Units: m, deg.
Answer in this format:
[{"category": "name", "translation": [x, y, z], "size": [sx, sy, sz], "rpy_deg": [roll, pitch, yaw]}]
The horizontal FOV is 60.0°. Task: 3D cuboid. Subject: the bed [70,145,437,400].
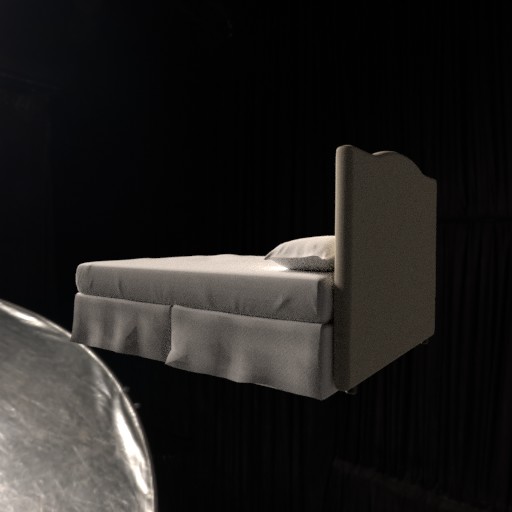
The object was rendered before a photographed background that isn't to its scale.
[{"category": "bed", "translation": [0.000, 0.000, 3.732], "size": [2.477, 1.437, 1.977], "rpy_deg": [2, 3, 36]}]
